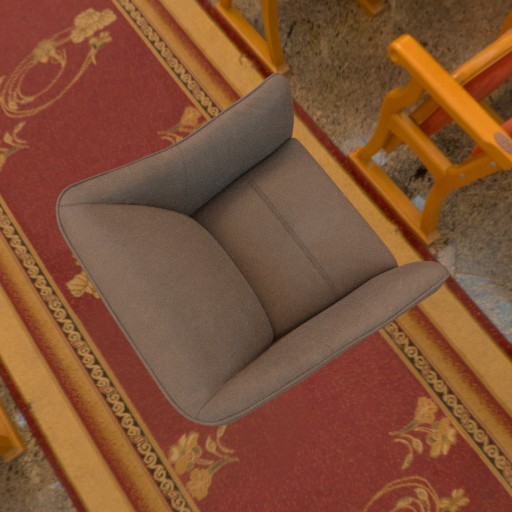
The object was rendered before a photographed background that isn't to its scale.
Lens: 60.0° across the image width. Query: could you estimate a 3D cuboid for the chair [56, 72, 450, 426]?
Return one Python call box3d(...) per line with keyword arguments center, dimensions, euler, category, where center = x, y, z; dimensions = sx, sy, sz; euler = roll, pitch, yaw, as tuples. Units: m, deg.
box3d(center=(0.000, 0.000, 1.506), dimensions=(0.852, 0.830, 0.871), euler=(-35, 78, -8), category="chair")
